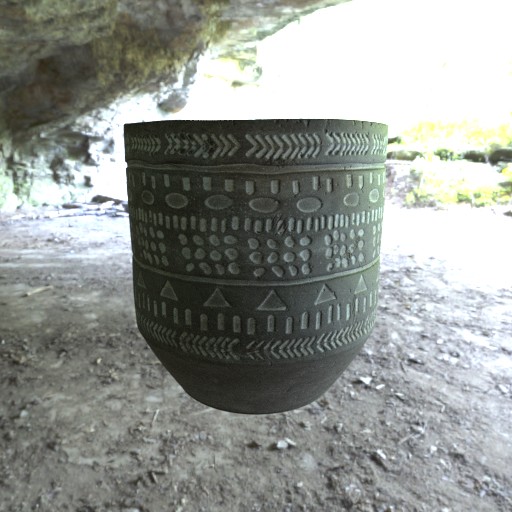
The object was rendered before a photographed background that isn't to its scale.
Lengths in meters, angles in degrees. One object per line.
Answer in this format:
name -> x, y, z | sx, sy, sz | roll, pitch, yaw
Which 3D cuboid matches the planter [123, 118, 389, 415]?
planter -> 0.000, 0.000, 0.262 | 0.142, 0.149, 0.142 | 0, 14, 0
